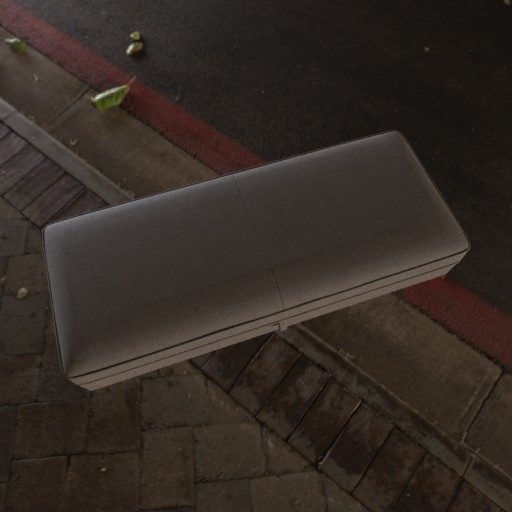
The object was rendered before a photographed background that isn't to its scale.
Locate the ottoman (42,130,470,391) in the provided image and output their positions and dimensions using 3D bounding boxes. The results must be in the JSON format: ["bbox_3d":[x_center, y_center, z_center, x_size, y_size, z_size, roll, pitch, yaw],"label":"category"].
[{"bbox_3d":[0.000,0.000,2.065,1.764,0.470,0.751,-17,65,-8],"label":"ottoman"}]
